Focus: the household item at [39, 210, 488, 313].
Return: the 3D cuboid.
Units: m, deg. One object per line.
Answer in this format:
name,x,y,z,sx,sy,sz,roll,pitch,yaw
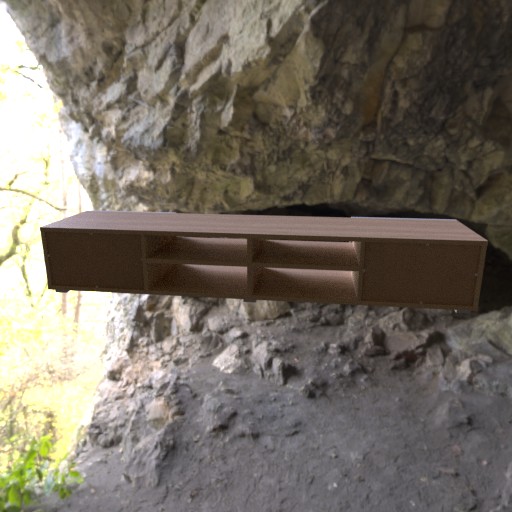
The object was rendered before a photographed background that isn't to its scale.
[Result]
household item,0.000,0.000,2.057,1.850,0.310,0.420,2,16,7
